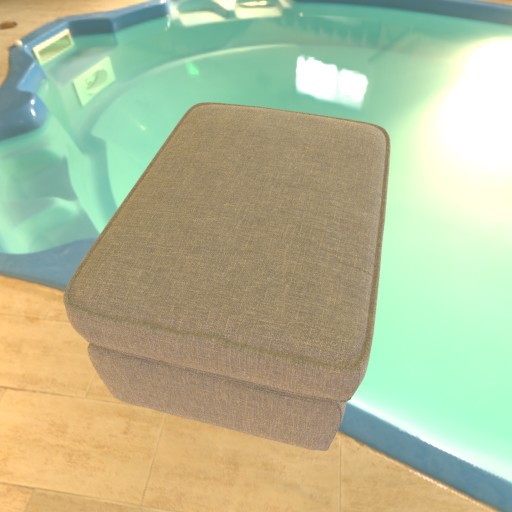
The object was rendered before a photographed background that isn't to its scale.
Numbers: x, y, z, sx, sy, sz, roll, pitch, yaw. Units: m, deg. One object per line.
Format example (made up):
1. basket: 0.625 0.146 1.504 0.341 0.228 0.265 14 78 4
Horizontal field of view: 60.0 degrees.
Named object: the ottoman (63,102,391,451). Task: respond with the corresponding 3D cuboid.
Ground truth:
1. ottoman: 0.000 0.000 1.106 0.559 0.457 0.762 11 49 9
